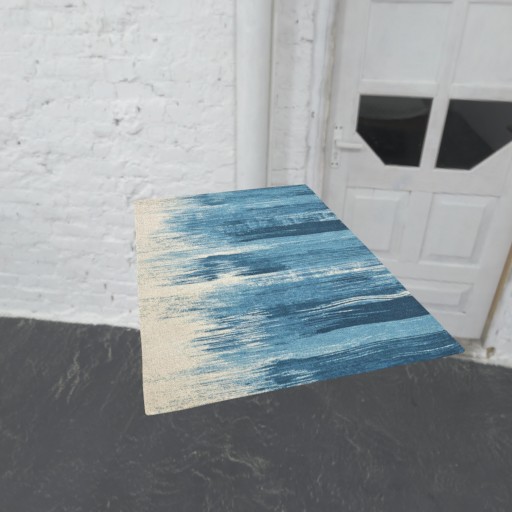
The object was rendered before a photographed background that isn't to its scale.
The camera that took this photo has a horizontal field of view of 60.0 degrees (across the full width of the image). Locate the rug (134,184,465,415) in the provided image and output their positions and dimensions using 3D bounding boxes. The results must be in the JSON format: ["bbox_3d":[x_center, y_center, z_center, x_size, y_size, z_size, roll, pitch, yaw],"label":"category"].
[{"bbox_3d":[0.000,0.000,2.354,1.232,0.009,1.836,-7,31,-12],"label":"rug"}]
